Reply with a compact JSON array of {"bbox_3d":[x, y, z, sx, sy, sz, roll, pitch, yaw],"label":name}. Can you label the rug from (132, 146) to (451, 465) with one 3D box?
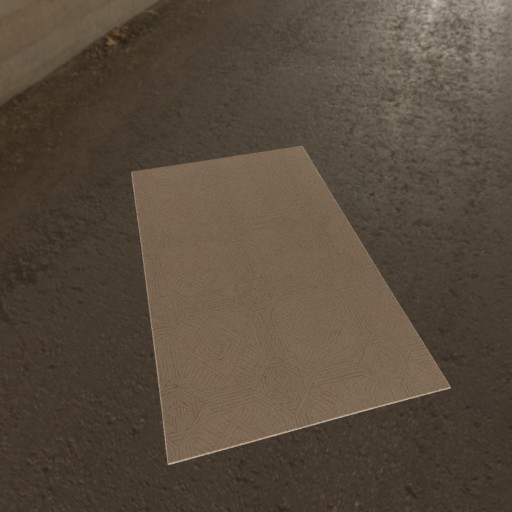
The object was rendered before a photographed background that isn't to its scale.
[{"bbox_3d":[0.000,0.000,3.063,1.524,0.008,2.440,-11,47,-10],"label":"rug"}]
